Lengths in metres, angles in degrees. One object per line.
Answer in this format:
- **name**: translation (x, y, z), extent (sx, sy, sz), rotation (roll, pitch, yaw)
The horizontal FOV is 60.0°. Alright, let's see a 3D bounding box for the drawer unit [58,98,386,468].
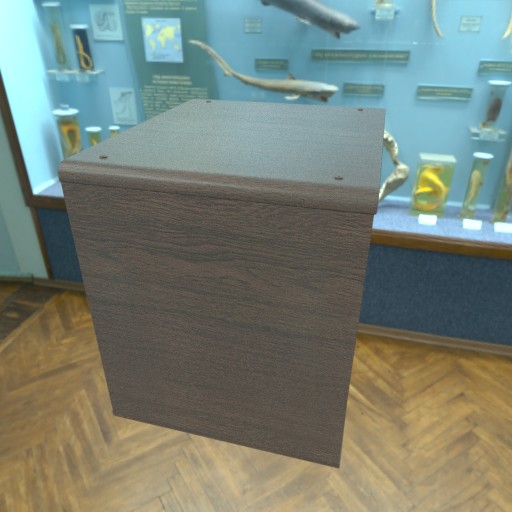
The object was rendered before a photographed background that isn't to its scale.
- **drawer unit**: translation (0.000, 0.000, 0.603), extent (0.290, 0.344, 0.344), rotation (8, 30, 13)
